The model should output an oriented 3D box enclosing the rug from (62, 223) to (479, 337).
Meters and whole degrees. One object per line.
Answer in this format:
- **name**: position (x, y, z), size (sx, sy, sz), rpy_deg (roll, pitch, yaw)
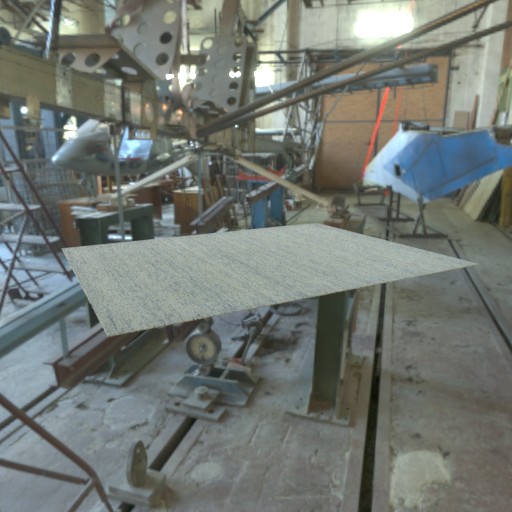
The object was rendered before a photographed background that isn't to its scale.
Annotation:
- **rug**: position (0.000, 0.000, 4.238), size (3.197, 0.006, 2.438), rpy_deg (-8, 16, -28)
